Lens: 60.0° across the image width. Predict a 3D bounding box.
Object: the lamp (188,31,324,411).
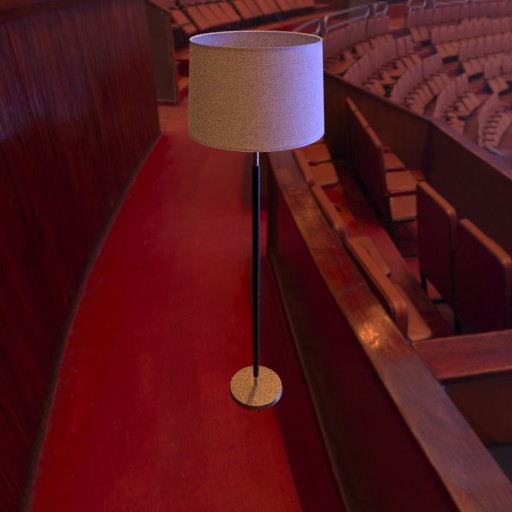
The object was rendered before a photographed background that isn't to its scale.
[{"bbox_3d":[0.000,0.000,1.630,0.420,1.447,0.420,0,33,0],"label":"lamp"}]
